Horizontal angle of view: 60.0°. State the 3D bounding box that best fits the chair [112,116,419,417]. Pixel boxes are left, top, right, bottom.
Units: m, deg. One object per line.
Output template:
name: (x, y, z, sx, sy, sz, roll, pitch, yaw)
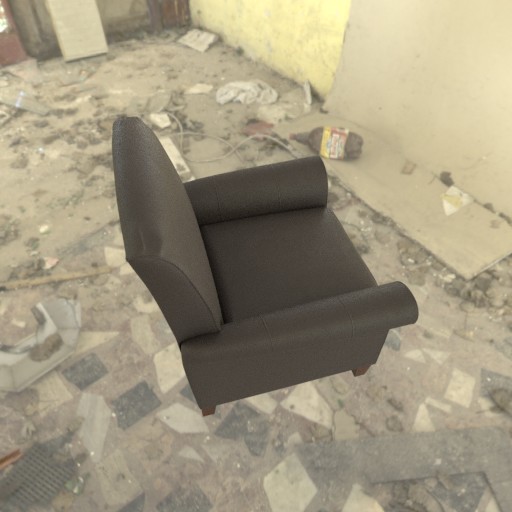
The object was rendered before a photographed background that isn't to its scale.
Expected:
chair: (0.000, 0.000, 1.789, 0.902, 1.061, 0.978, -11, 47, -11)
